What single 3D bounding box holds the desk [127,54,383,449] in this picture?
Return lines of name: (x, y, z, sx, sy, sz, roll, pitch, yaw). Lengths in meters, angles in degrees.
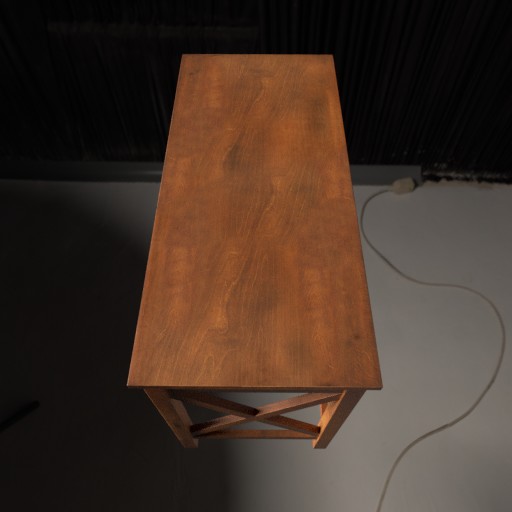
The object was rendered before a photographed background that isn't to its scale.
desk: (0.000, 0.000, 1.498, 0.508, 0.762, 1.117, 0, 57, 0)
